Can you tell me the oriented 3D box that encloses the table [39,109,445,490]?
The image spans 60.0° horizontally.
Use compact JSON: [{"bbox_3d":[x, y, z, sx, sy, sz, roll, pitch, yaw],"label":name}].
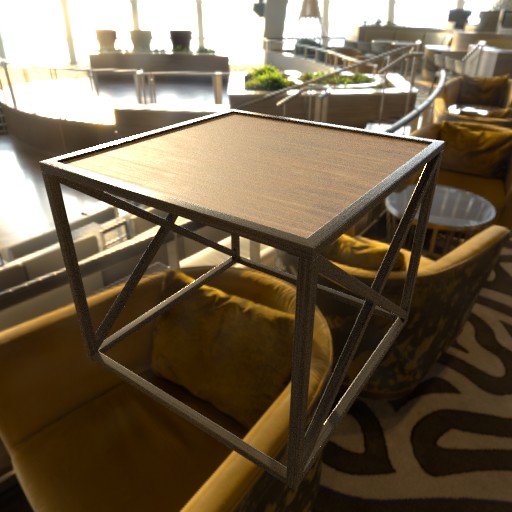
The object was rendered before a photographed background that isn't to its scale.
[{"bbox_3d":[0.000,0.000,1.056,0.609,0.507,0.611,19,35,30],"label":"table"}]
